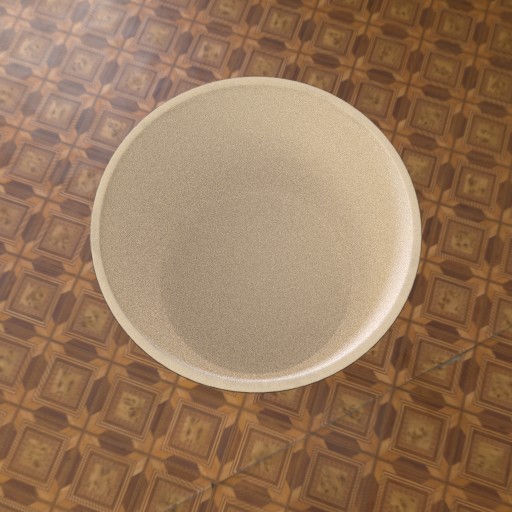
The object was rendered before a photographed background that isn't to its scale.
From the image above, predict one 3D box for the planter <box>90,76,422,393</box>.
[{"bbox_3d":[0.000,0.000,0.314,0.178,0.157,0.178,0,76,0],"label":"planter"}]
